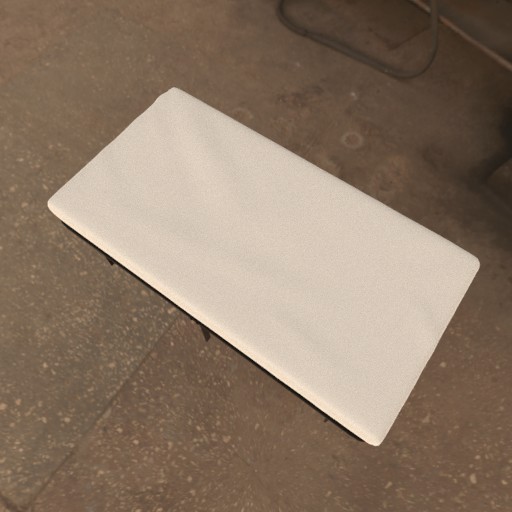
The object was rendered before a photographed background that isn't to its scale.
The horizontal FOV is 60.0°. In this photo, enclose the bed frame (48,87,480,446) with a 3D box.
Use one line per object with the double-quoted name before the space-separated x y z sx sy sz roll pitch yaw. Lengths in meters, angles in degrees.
"bed frame" 0.000 0.000 2.353 1.903 0.619 0.989 33 69 15
